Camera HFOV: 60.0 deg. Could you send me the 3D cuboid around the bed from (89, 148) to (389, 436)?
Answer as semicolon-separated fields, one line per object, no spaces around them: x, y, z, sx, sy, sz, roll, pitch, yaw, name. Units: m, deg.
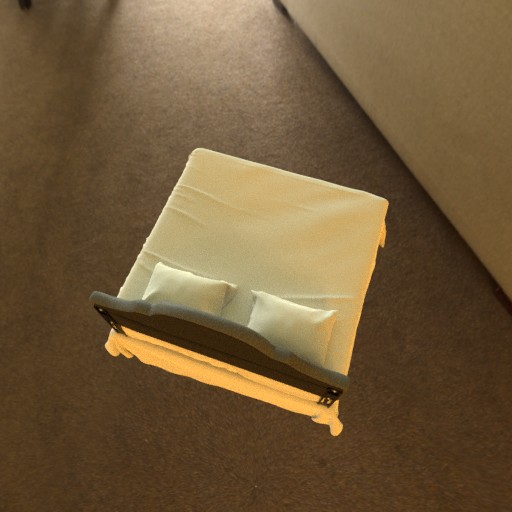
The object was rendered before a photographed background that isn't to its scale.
0.000;0.000;3.899;2.303;1.631;2.222;17;64;9;bed
